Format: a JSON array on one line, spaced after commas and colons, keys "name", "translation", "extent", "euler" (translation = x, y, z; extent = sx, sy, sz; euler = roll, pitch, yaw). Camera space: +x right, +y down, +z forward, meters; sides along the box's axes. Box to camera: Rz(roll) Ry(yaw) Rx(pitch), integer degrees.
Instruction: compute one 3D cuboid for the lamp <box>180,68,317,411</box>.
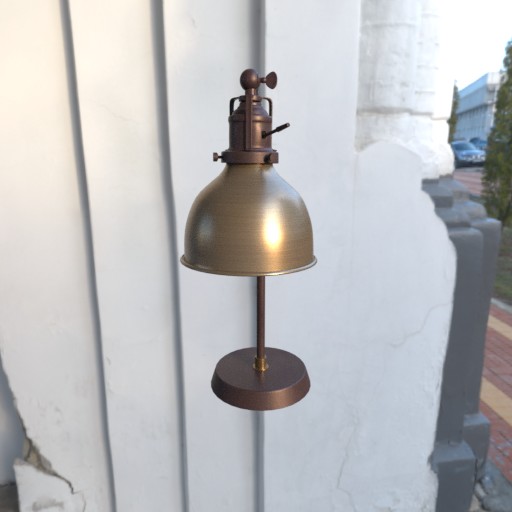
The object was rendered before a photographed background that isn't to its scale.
[{"name": "lamp", "translation": [0.000, 0.000, 0.616], "extent": [0.175, 0.469, 0.298], "euler": [3, 15, 10]}]
